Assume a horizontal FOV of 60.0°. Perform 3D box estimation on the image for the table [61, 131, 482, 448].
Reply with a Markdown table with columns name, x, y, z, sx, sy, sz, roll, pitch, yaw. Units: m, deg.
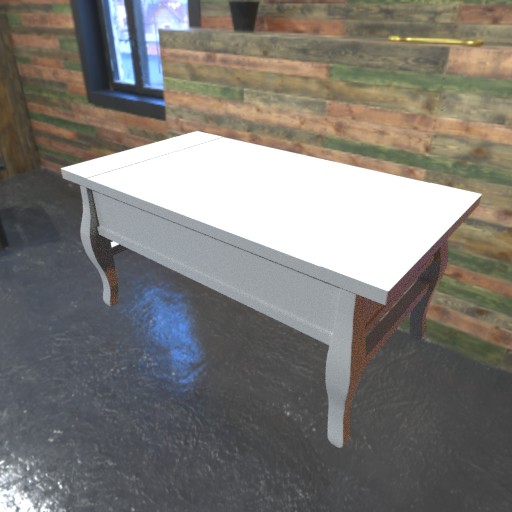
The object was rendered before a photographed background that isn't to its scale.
| name | x | y | z | sx | sy | sz | roll | pitch | yaw |
| --- | --- | --- | --- | --- | --- | --- | --- | --- | --- |
| table | 0.000 | 0.000 | 1.384 | 1.062 | 0.495 | 0.600 | 22 | 36 | 33 |
